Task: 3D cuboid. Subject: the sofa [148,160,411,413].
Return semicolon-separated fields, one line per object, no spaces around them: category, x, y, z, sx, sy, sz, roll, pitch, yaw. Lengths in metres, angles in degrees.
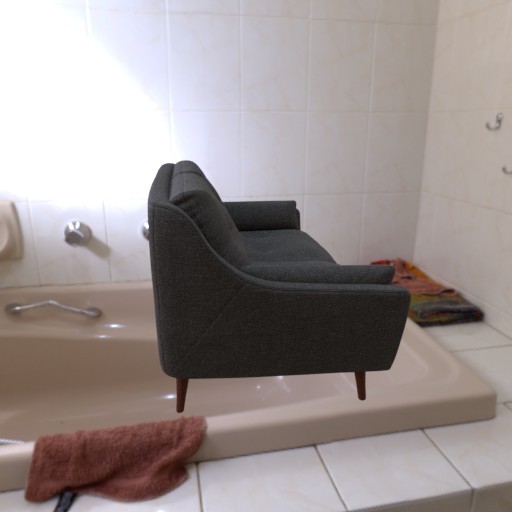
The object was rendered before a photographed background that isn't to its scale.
sofa;0.000;0.000;2.300;0.976;0.887;1.646;-3;17;-9
